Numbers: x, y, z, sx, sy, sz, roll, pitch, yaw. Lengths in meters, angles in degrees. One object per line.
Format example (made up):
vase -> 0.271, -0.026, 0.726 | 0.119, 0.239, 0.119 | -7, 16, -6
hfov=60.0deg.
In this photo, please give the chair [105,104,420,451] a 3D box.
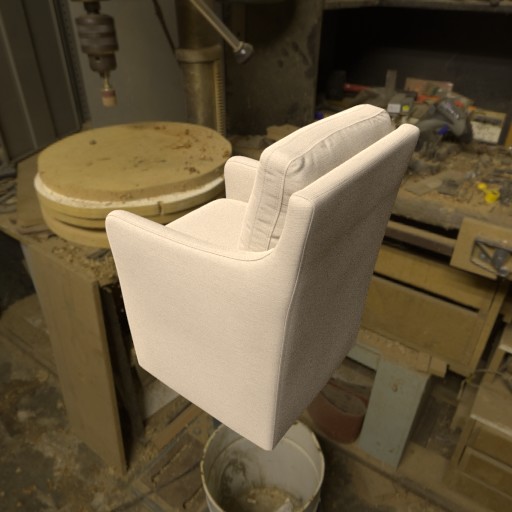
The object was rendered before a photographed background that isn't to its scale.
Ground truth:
chair -> 0.000, 0.000, 1.398 | 0.694, 0.914, 0.626 | 22, 39, 30
